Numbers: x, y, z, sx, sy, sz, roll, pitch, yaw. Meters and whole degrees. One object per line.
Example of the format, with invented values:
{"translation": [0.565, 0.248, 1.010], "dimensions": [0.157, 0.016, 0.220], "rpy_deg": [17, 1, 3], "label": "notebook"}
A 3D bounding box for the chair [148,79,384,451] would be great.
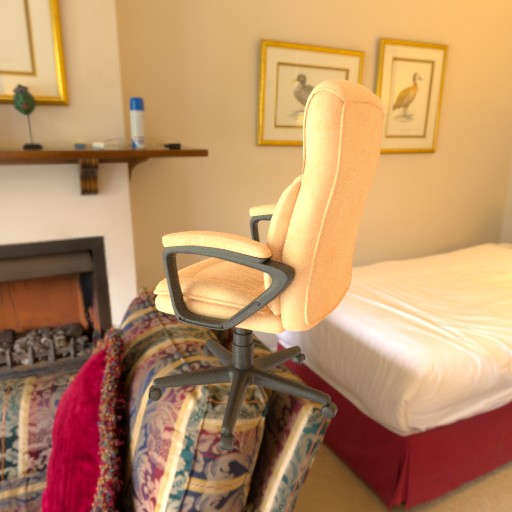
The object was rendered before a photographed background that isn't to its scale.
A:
{"translation": [0.000, 0.000, 1.543], "dimensions": [0.724, 1.105, 0.667], "rpy_deg": [8, 17, 26], "label": "chair"}
